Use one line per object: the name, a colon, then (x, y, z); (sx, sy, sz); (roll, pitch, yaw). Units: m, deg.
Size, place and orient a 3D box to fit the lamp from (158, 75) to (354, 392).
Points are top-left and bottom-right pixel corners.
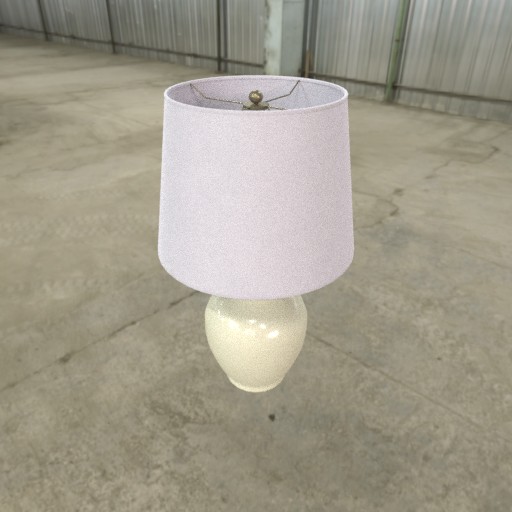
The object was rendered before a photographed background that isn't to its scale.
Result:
lamp: (0.000, 0.000, 0.561); (0.239, 0.399, 0.239); (0, 31, 0)
